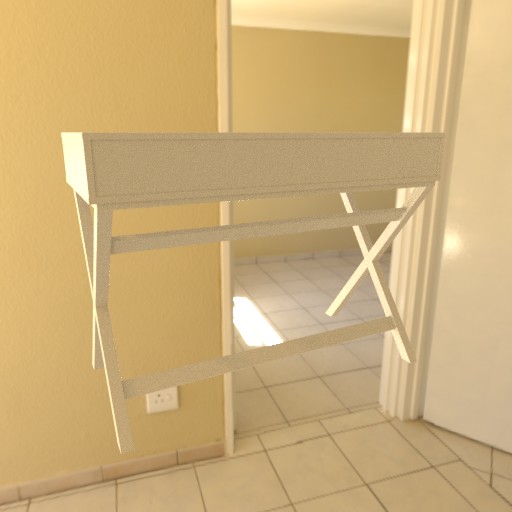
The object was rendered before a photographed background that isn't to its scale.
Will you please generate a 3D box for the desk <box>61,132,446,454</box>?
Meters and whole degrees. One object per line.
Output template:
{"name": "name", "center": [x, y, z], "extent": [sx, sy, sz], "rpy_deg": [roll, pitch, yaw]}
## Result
{"name": "desk", "center": [0.000, 0.000, 1.454], "extent": [1.059, 0.780, 0.509], "rpy_deg": [-8, 17, -26]}
